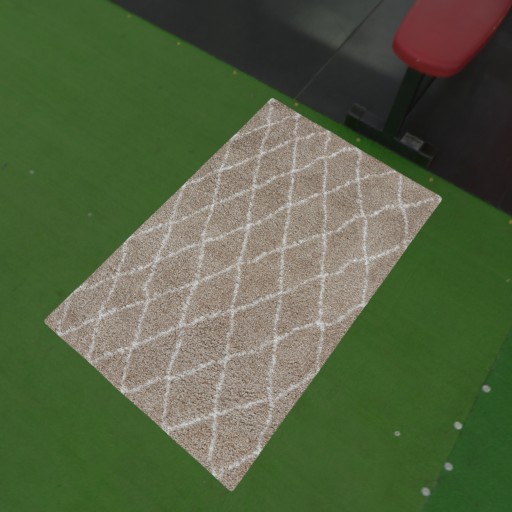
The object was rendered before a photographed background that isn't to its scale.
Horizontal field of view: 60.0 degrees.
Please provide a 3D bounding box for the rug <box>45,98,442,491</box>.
[{"bbox_3d":[0.000,0.000,3.447,1.778,0.030,2.743,36,70,15],"label":"rug"}]
